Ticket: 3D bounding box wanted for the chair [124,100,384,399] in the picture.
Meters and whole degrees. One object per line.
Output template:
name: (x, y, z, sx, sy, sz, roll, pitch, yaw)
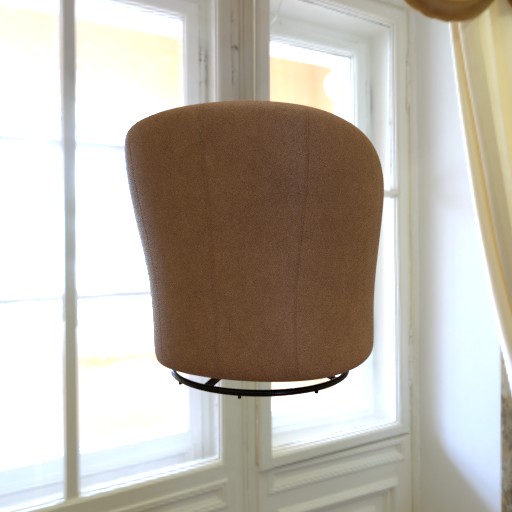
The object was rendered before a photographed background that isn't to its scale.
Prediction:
chair: (0.000, 0.000, 1.455, 0.791, 0.771, 0.815, 0, 1, 19)
